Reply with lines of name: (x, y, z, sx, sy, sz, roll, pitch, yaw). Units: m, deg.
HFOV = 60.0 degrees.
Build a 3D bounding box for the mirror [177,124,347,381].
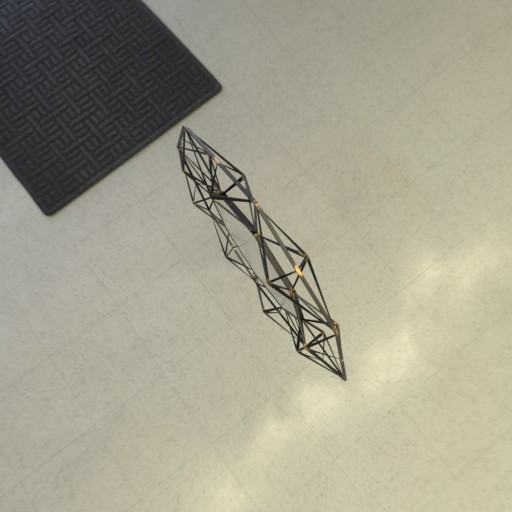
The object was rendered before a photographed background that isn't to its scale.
mirror: (0.000, 0.000, 1.073, 0.094, 0.710, 0.710, -34, 78, -8)
